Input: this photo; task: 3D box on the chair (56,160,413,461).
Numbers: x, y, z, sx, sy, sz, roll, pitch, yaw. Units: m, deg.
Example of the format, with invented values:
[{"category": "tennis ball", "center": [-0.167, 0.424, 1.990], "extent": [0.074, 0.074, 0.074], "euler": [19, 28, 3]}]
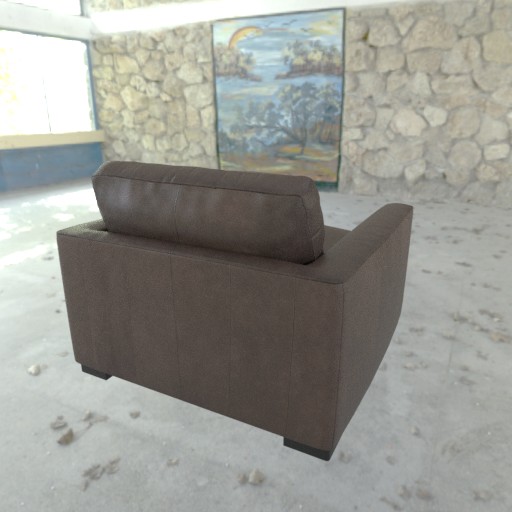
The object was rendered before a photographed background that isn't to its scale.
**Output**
[{"category": "chair", "center": [0.000, 0.000, 1.814], "extent": [1.100, 0.812, 1.069], "euler": [9, 21, 26]}]
